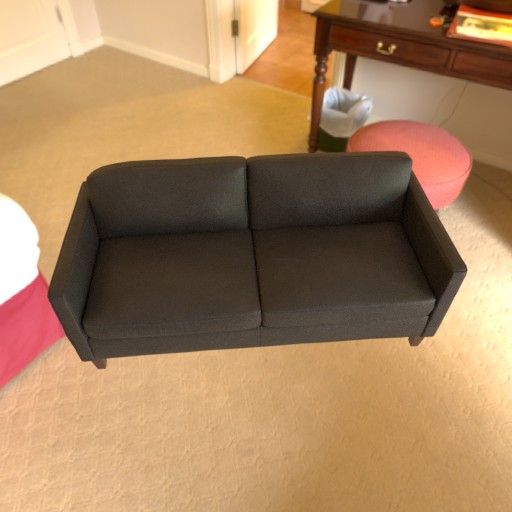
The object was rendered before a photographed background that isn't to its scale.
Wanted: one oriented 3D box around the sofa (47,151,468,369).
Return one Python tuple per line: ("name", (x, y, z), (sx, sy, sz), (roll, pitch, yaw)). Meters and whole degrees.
("sofa", (0.000, 0.000, 2.492), (1.971, 0.863, 0.933), (-3, 46, -3))
